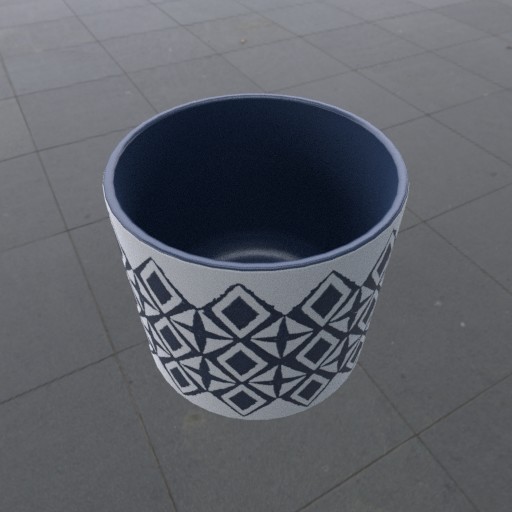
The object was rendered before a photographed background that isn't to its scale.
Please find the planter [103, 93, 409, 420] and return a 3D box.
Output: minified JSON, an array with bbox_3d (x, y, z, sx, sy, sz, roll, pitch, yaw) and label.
[{"bbox_3d":[0.000,0.000,0.402,0.224,0.203,0.224,0,46,0],"label":"planter"}]
